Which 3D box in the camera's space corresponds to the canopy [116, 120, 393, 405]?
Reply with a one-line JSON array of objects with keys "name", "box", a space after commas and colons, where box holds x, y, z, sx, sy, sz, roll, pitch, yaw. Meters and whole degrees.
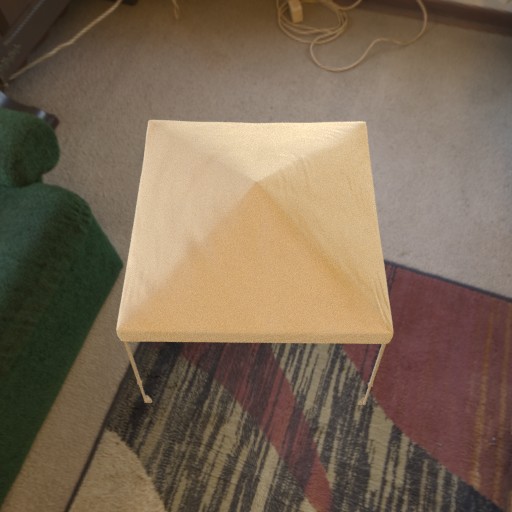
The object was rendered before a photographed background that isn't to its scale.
[{"name": "canopy", "box": [0.000, 0.000, 6.408, 3.599, 3.600, 3.600, 1, 64, 0]}]
